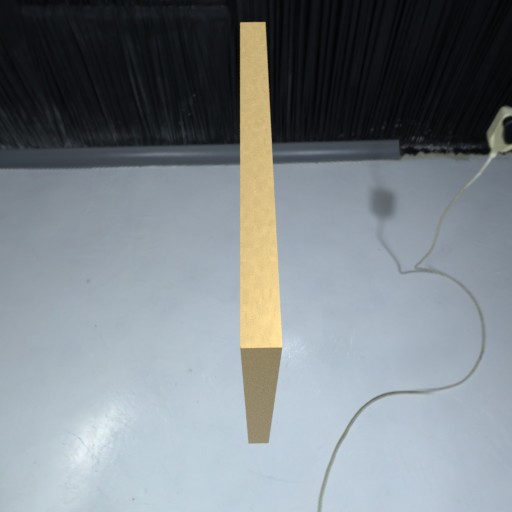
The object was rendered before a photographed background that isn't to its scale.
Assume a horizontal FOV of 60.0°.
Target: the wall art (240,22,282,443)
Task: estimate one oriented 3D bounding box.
[{"bbox_3d":[0.000,0.000,1.884,0.095,1.284,1.284,-1,58,-1],"label":"wall art"}]
